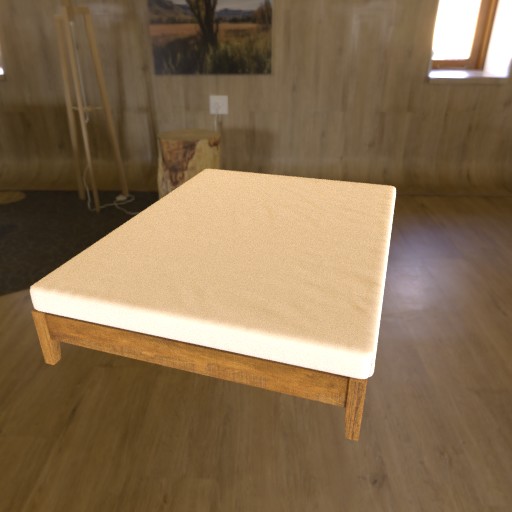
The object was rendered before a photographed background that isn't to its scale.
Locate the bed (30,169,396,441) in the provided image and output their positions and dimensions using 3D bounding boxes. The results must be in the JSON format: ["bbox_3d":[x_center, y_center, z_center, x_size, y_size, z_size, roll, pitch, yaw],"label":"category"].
[{"bbox_3d":[0.000,0.000,2.719,1.536,0.431,2.016,8,28,16],"label":"bed"}]
